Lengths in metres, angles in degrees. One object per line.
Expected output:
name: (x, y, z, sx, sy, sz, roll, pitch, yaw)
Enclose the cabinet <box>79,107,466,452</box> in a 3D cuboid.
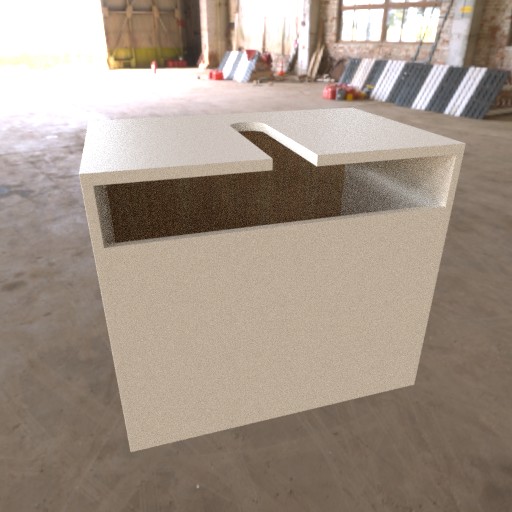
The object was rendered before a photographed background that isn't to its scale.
cabinet: (0.000, 0.000, 0.939, 0.600, 0.522, 0.400, -8, 28, -15)
